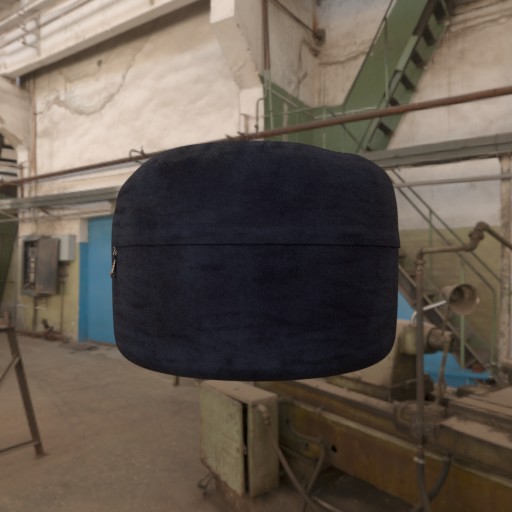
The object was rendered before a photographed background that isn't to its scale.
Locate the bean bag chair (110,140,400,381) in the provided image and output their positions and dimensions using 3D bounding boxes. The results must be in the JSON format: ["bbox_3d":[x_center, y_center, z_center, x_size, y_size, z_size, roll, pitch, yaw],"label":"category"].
[{"bbox_3d":[0.000,0.000,1.474,0.918,0.616,0.918,0,0,0],"label":"bean bag chair"}]
